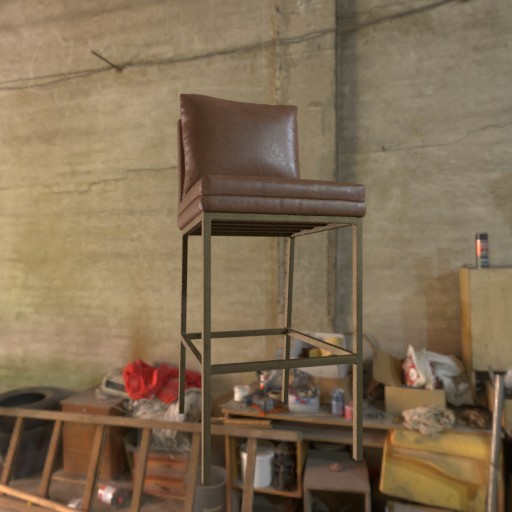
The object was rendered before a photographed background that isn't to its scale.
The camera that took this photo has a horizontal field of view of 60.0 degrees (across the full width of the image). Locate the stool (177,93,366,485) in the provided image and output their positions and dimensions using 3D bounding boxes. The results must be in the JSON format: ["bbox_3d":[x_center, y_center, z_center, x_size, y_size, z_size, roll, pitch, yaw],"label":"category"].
[{"bbox_3d":[0.000,0.000,1.410,0.463,1.124,0.571,0,0,-18],"label":"stool"}]
